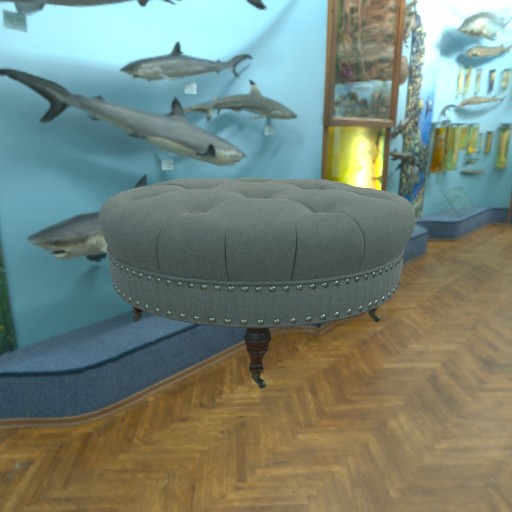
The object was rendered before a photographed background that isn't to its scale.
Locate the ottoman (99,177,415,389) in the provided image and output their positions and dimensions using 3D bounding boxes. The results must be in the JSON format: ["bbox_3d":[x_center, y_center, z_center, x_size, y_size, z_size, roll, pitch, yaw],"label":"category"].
[{"bbox_3d":[0.000,0.000,1.354,0.901,0.439,0.901,0,15,0],"label":"ottoman"}]
